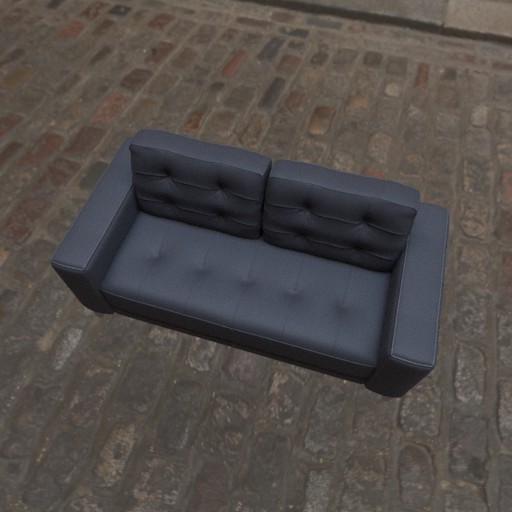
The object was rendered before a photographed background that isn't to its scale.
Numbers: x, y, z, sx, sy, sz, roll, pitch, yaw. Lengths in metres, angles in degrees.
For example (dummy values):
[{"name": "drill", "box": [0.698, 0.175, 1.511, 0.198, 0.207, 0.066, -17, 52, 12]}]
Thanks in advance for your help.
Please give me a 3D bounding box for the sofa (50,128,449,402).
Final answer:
[{"name": "sofa", "box": [0.000, 0.000, 2.199, 1.726, 0.893, 0.833, 14, 60, 8]}]
